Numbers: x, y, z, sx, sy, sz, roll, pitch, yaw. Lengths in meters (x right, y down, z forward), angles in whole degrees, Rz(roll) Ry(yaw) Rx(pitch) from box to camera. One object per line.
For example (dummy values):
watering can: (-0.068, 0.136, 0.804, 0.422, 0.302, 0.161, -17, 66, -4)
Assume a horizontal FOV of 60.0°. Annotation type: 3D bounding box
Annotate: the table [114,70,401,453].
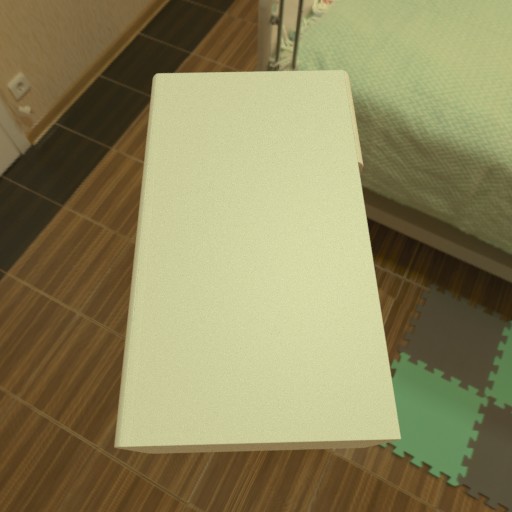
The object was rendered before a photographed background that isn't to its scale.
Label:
table: (0.000, 0.000, 1.376, 0.639, 0.442, 1.097, -1, 64, -1)
